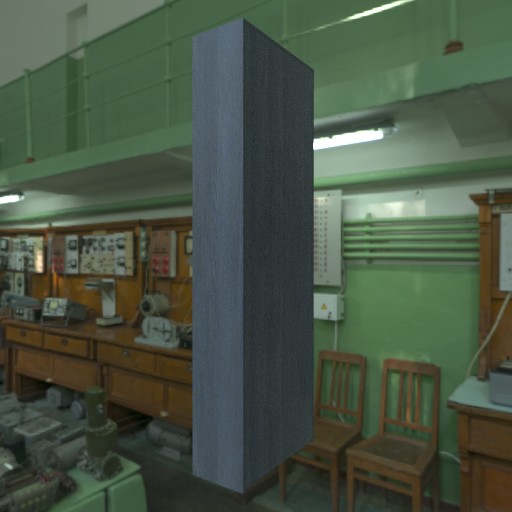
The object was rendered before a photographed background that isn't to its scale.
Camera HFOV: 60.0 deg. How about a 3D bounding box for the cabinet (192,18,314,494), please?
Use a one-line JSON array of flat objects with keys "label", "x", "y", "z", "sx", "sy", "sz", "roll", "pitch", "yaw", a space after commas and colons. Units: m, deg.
[{"label": "cabinet", "x": 0.000, "y": 0.000, "z": 1.802, "sx": 0.255, "sy": 1.630, "sz": 0.520, "roll": 0, "pitch": 0, "yaw": 35}]
